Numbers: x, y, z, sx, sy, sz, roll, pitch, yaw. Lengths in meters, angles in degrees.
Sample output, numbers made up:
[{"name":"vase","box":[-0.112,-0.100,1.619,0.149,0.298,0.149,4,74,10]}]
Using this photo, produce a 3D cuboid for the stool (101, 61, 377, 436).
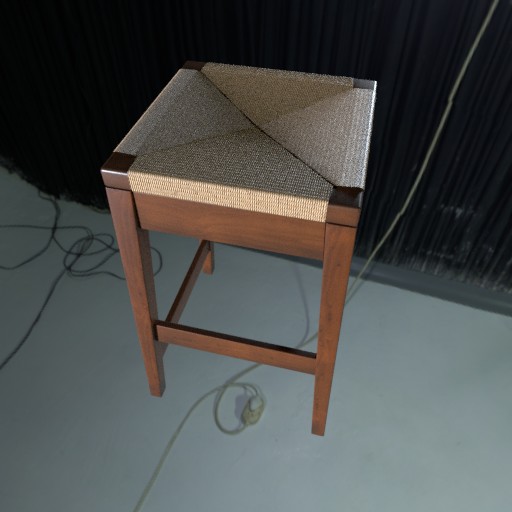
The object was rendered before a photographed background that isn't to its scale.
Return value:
[{"name":"stool","box":[0.000,0.000,1.112,0.497,0.762,0.507,10,48,9]}]
